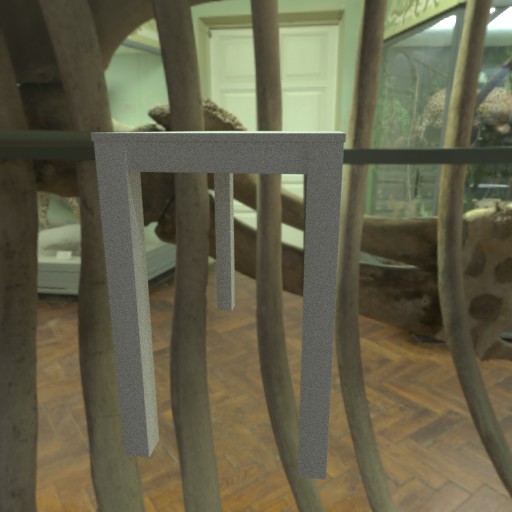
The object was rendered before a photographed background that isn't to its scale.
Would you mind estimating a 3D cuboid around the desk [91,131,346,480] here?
[{"bbox_3d":[0.000,0.000,1.412,0.497,0.762,0.990,3,16,9],"label":"desk"}]
